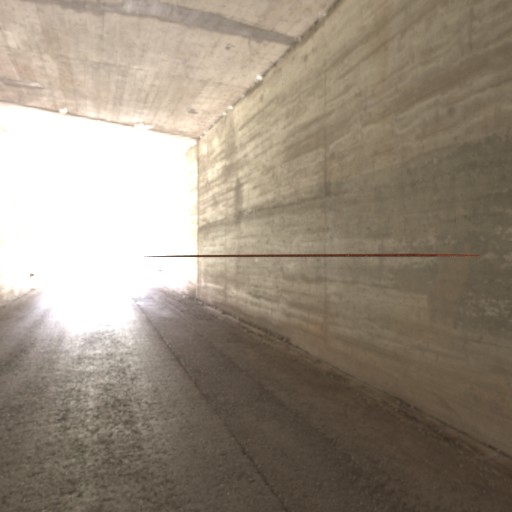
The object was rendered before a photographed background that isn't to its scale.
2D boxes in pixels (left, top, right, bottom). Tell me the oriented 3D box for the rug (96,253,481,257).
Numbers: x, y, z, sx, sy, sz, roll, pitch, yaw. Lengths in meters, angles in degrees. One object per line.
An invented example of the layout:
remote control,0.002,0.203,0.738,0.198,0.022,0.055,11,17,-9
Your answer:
rug,0.000,0.000,2.795,2.471,0.013,0.914,0,0,35
